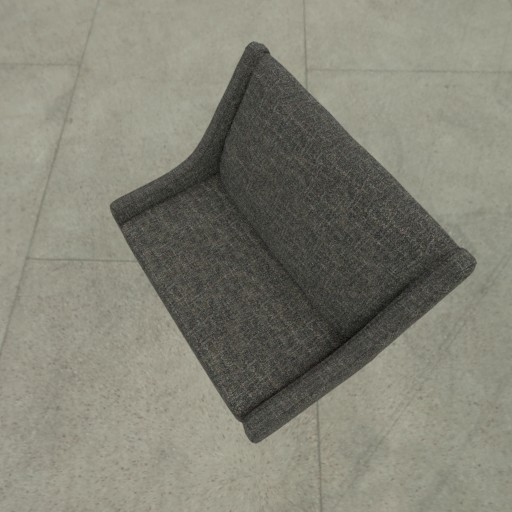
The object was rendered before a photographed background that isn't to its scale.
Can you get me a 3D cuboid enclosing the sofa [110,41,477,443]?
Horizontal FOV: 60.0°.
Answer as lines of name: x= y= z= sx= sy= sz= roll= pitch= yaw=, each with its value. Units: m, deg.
sofa: x=0.000 y=0.000 z=1.918 sx=0.870 sy=1.021 sz=1.242 roll=-31 pitch=68 yaw=-14
